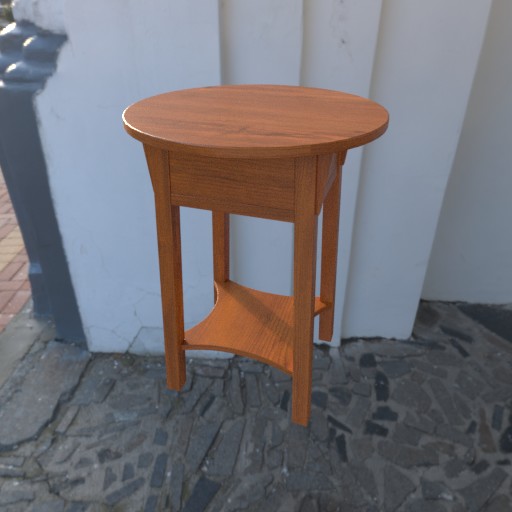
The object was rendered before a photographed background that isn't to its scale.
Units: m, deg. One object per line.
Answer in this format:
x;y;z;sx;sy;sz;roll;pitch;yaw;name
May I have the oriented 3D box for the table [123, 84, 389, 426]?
0.000;0.000;0.940;0.457;0.610;0.457;0;31;0;table
